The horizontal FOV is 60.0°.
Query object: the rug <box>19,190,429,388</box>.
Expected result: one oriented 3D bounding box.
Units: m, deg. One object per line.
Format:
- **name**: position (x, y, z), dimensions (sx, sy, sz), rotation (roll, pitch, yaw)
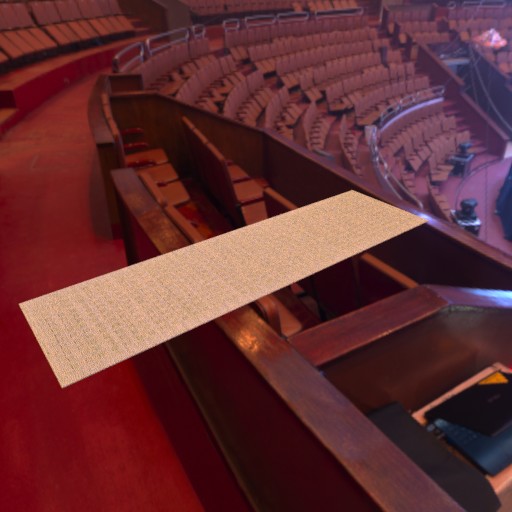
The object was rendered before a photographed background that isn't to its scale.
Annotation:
- **rug**: position (0.000, 0.000, 2.602), dimensions (2.437, 0.006, 0.686), rotation (-21, 37, -32)
